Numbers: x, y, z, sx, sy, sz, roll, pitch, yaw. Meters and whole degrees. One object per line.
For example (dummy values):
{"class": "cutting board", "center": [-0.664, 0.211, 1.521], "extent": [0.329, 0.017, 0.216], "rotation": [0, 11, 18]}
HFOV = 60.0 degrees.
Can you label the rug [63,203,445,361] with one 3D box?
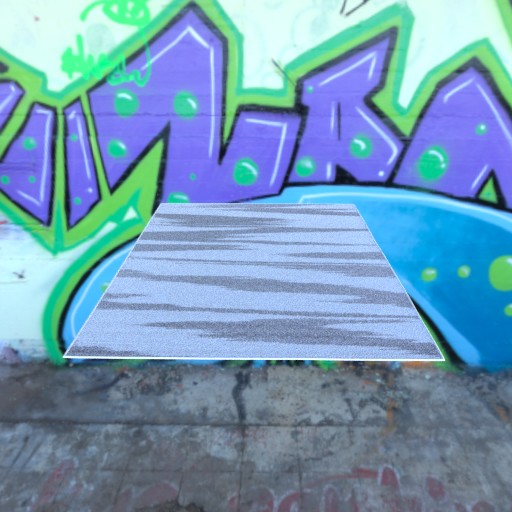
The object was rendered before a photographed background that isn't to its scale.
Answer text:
{"class": "rug", "center": [0.000, 0.000, 4.042], "extent": [2.353, 0.014, 2.945], "rotation": [0, 25, 1]}
